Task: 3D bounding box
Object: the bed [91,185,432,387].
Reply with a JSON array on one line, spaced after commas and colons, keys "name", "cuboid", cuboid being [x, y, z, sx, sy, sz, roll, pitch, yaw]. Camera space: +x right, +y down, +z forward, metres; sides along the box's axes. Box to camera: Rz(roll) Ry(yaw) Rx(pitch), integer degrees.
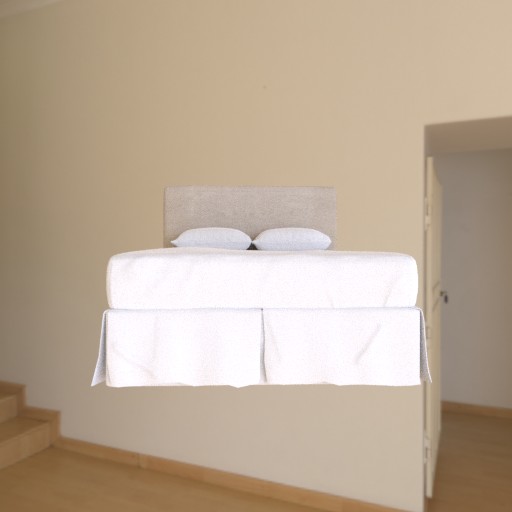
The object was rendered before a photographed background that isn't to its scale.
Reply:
[{"name": "bed", "cuboid": [0.000, 0.000, 3.248, 1.713, 1.330, 2.162, 0, 1, -2]}]
